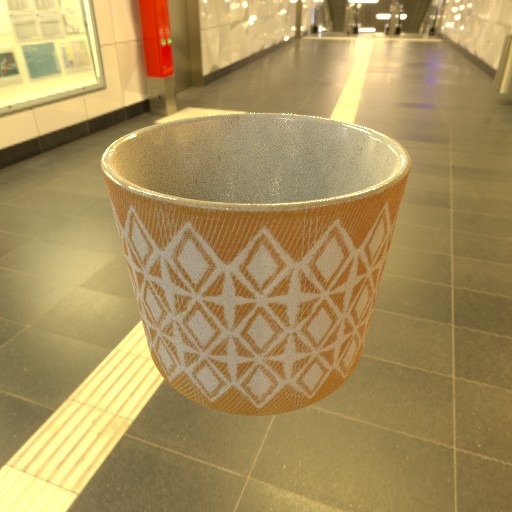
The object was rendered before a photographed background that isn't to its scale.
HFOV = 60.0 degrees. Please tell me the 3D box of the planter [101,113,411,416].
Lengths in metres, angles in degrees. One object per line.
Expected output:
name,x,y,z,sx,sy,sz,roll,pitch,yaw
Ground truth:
planter,0.000,0.000,0.329,0.193,0.165,0.193,0,30,0
